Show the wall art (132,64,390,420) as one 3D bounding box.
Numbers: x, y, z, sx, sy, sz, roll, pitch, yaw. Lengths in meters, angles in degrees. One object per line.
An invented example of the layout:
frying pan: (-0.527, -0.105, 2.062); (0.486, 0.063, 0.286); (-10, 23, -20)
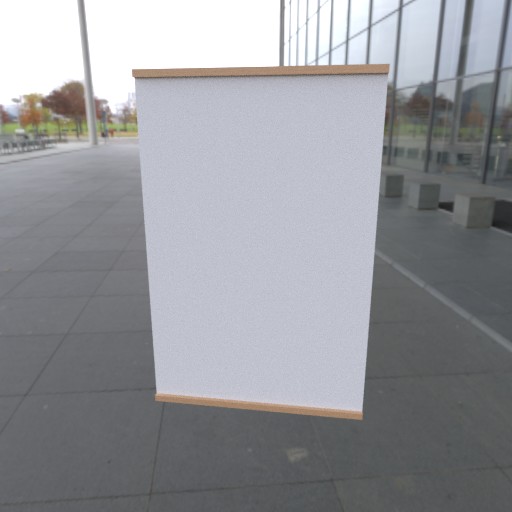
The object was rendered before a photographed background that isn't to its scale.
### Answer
wall art: (0.000, 0.000, 0.774); (0.401, 0.611, 0.016); (2, 16, 8)
